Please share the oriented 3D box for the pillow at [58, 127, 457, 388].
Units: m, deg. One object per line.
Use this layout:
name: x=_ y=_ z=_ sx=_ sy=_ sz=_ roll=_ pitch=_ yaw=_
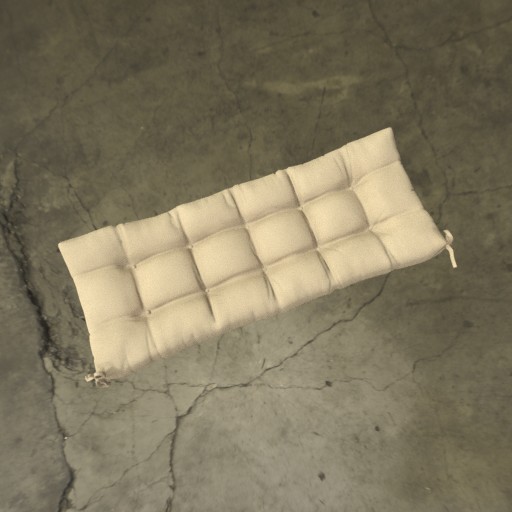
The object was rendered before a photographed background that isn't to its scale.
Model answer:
pillow: x=0.000 y=0.000 z=1.366 sx=1.194 sy=0.174 sz=0.511 roll=-20 pitch=76 yaw=-5
